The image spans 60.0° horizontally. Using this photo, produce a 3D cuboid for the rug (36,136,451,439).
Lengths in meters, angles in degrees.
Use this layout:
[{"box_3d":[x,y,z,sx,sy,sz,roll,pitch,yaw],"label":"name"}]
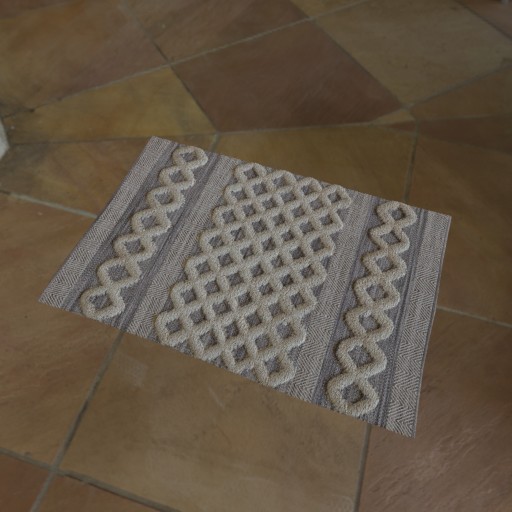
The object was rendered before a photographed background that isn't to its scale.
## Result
[{"box_3d":[0.000,0.000,2.273,1.823,0.030,1.222,17,59,11],"label":"rug"}]
